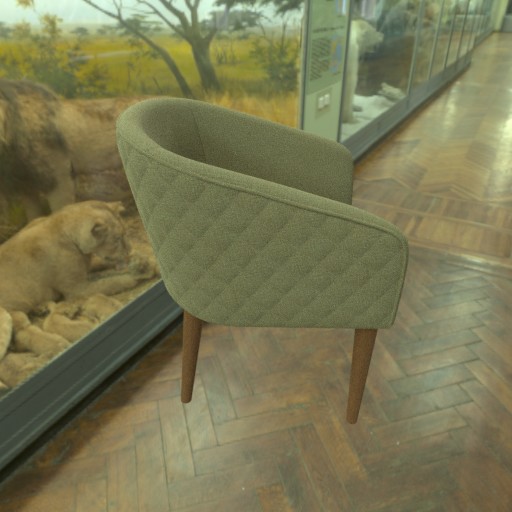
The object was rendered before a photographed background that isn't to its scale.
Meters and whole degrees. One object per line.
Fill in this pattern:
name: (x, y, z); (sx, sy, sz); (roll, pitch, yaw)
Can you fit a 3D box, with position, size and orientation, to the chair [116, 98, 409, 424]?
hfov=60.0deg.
chair: (0.000, 0.000, 1.201); (0.616, 0.775, 0.584); (-1, 30, -1)
